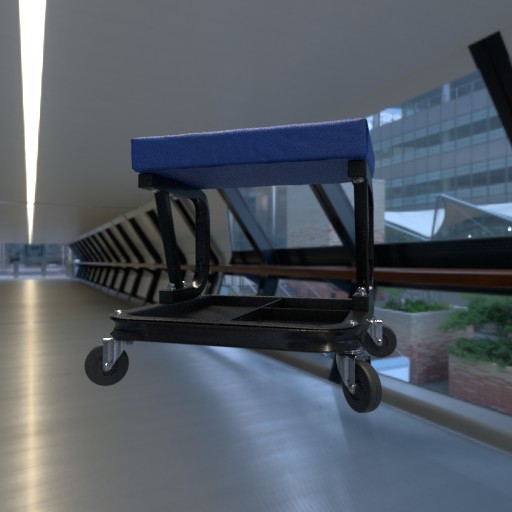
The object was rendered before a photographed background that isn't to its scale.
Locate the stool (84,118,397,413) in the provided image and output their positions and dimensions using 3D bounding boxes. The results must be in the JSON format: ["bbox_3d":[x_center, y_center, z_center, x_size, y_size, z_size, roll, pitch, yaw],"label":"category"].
[{"bbox_3d":[0.000,0.000,0.733,0.446,0.380,0.371,0,0,17],"label":"stool"}]
